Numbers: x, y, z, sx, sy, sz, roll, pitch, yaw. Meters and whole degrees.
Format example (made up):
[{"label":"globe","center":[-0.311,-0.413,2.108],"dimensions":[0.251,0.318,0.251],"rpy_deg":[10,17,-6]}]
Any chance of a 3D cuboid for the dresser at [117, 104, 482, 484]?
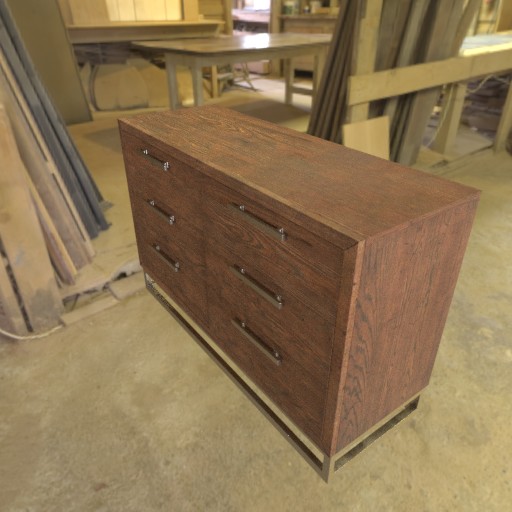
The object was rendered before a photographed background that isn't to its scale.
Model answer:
[{"label":"dresser","center":[0.000,0.000,2.126],"dimensions":[0.623,1.061,1.646],"rpy_deg":[-21,36,-31]}]
